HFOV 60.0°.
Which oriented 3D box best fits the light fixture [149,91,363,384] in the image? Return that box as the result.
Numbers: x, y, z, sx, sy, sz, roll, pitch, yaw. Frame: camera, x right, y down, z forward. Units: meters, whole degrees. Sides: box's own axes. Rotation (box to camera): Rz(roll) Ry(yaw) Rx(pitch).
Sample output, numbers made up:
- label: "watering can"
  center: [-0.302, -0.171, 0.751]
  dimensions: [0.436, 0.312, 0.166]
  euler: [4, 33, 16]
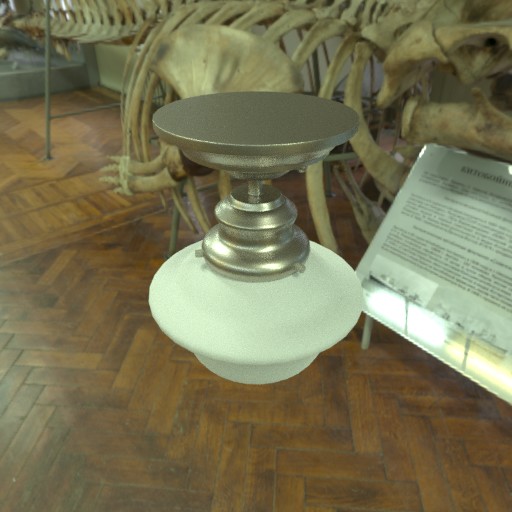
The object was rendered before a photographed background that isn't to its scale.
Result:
- label: "light fixture"
  center: [0.000, 0.000, 0.400]
  dimensions: [0.199, 0.254, 0.199]
  euler: [0, 32, 0]
